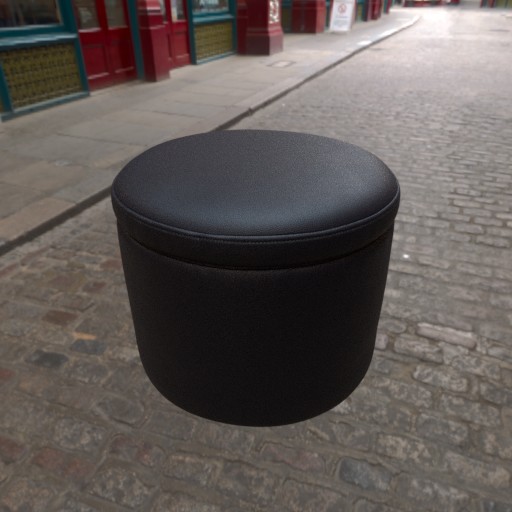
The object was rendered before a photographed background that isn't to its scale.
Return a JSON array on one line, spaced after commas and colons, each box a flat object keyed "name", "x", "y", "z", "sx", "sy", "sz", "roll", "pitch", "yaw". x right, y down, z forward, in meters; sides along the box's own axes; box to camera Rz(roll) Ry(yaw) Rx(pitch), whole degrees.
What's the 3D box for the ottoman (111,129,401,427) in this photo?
[{"name": "ottoman", "x": 0.000, "y": 0.000, "z": 0.873, "sx": 0.501, "sy": 0.409, "sz": 0.501, "roll": 0, "pitch": 30, "yaw": 0}]
